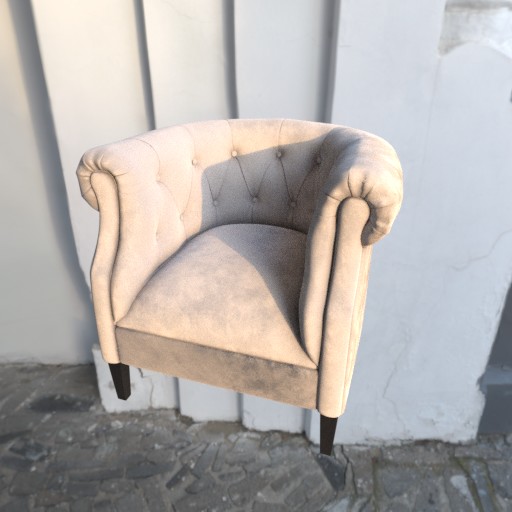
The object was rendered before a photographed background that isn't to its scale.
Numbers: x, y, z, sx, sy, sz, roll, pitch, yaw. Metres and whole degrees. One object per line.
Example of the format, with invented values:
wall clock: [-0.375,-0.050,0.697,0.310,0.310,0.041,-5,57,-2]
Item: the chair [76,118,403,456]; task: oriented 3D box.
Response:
chair: [0.000,0.000,1.542,0.904,0.826,0.851,8,27,17]
